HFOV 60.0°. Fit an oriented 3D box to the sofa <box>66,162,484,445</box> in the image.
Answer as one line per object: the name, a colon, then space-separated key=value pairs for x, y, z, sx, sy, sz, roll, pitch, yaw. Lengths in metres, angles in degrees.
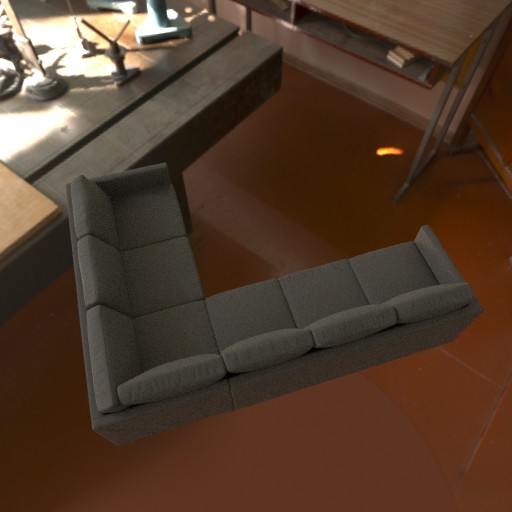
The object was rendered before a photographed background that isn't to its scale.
sofa: x=0.000 y=0.000 z=4.197 sx=3.182 sy=0.871 sz=2.432 roll=-15 pitch=59 yaw=-9
